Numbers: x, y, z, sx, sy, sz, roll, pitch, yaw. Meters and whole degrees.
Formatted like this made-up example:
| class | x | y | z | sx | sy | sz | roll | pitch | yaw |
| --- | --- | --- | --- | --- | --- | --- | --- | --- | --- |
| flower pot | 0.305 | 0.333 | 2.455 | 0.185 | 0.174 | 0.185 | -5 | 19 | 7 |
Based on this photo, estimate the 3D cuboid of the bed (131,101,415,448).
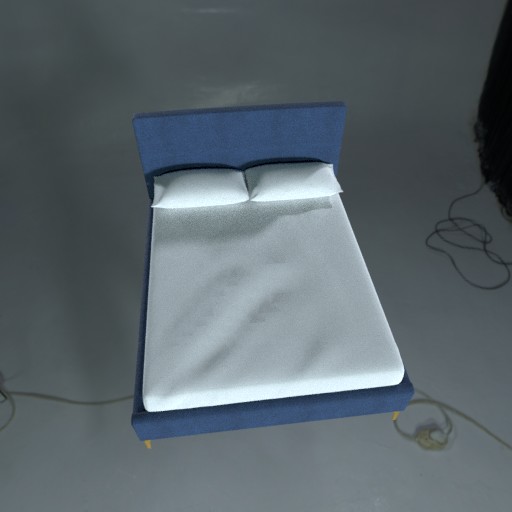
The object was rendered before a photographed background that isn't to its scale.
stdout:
| class | x | y | z | sx | sy | sz | roll | pitch | yaw |
| --- | --- | --- | --- | --- | --- | --- | --- | --- | --- |
| bed | 0.000 | 0.000 | 3.243 | 1.723 | 1.231 | 2.172 | -5 | 47 | -4 |
